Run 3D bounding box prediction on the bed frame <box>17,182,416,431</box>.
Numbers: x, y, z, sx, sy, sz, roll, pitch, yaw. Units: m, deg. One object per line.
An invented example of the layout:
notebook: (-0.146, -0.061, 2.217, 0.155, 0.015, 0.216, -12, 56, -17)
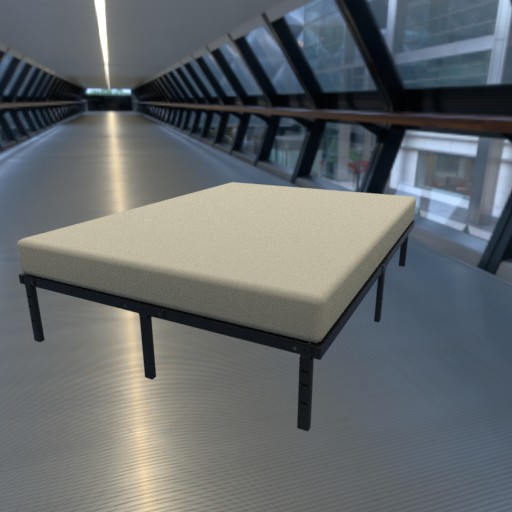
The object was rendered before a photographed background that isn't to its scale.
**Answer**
bed frame: (0.000, 0.000, 3.473, 1.990, 0.680, 2.635, 9, 20, 26)
